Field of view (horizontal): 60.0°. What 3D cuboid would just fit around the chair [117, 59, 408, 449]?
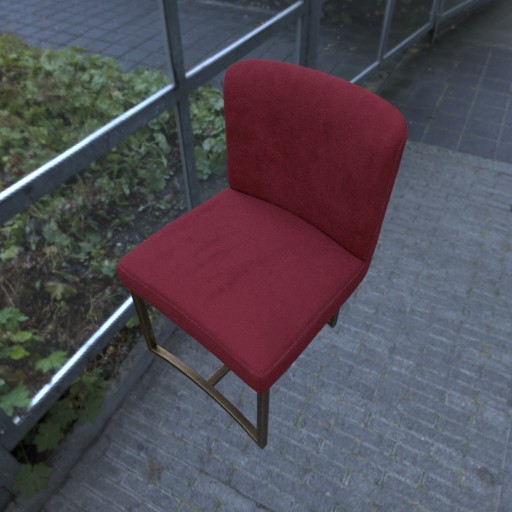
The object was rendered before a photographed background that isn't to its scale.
[{"bbox_3d":[0.000,0.000,1.194,0.530,0.824,0.560,32,54,27],"label":"chair"}]
